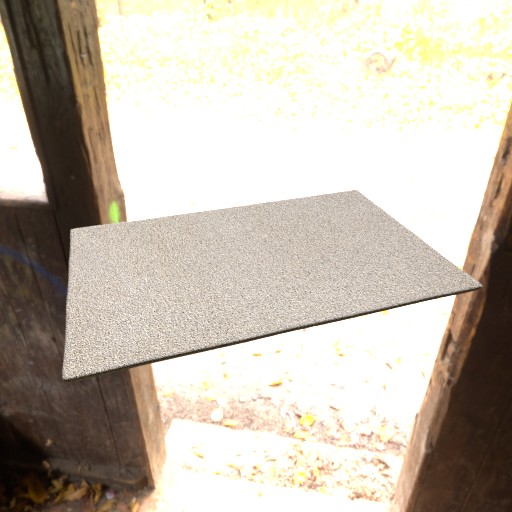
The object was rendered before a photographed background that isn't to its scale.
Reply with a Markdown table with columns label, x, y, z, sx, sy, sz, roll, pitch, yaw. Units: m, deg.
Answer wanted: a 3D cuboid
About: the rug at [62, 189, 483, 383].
| label | x | y | z | sx | sy | sz | roll | pitch | yaw |
| --- | --- | --- | --- | --- | --- | --- | --- | --- | --- |
| rug | 0.000 | 0.000 | 3.422 | 2.743 | 0.030 | 1.778 | -10 | 33 | -15 |
